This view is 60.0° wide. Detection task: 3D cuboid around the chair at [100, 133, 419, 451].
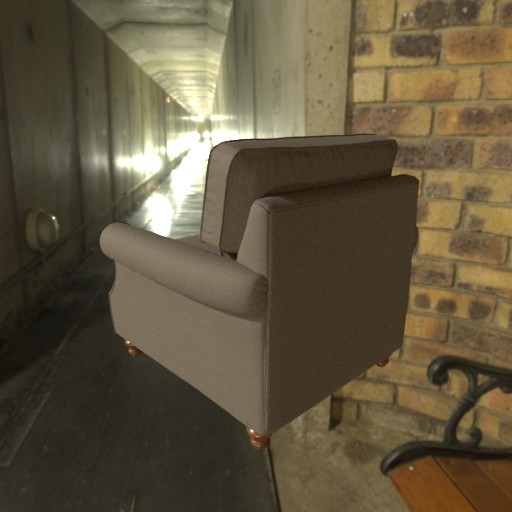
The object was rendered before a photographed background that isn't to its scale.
[{"bbox_3d":[0.000,0.000,1.815,1.029,0.967,0.966,-16,23,-41],"label":"chair"}]
